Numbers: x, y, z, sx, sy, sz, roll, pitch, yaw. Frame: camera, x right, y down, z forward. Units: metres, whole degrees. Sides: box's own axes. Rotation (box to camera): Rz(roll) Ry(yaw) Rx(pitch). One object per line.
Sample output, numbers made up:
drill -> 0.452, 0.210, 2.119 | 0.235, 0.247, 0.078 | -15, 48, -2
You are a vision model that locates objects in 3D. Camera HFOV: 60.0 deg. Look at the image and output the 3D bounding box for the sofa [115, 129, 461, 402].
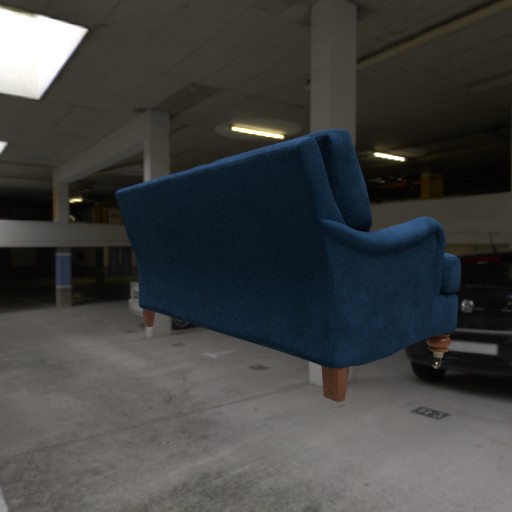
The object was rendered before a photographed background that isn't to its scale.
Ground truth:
sofa -> 0.000, 0.000, 2.748 | 1.084, 1.101, 2.141 | -1, 2, -36
